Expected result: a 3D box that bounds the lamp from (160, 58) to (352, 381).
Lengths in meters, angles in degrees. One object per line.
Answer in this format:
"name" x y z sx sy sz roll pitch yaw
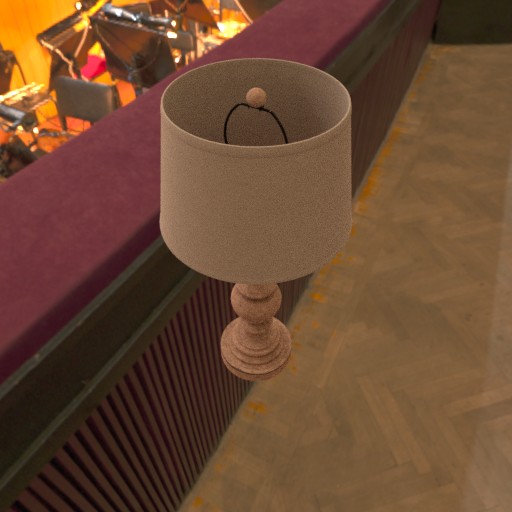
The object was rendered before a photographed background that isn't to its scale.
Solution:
"lamp" 0.000 0.000 0.871 0.340 0.678 0.340 0 46 0
